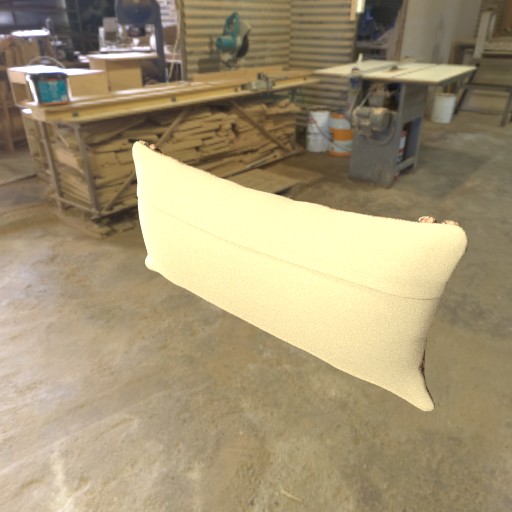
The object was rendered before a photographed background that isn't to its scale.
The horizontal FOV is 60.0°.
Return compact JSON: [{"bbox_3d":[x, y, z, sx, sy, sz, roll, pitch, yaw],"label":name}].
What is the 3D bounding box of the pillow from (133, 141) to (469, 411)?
[{"bbox_3d":[0.000,0.000,0.725,0.635,0.282,0.139,22,35,35],"label":"pillow"}]
